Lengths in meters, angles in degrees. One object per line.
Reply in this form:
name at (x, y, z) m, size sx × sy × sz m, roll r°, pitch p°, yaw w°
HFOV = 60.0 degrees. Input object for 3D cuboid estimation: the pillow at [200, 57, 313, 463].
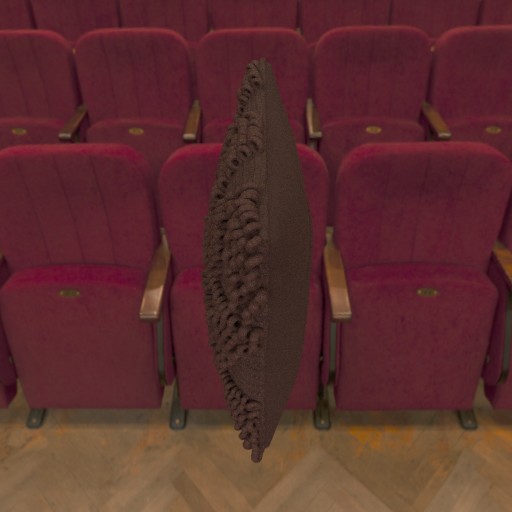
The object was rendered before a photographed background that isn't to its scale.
pillow at (0.000, 0.000, 0.709) m, size 0.172 × 0.467 × 0.470 m, roll 0°, pitch 42°, yaw 0°
